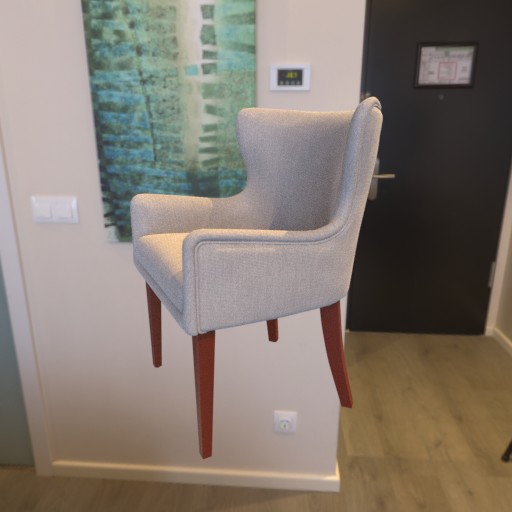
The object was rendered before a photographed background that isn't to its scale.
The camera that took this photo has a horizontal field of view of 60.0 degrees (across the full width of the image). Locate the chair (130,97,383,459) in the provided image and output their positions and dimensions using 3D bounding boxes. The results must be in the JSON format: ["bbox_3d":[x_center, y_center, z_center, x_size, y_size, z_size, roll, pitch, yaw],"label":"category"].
[{"bbox_3d":[0.000,0.000,1.441,0.677,0.948,0.732,-8,18,-25],"label":"chair"}]
